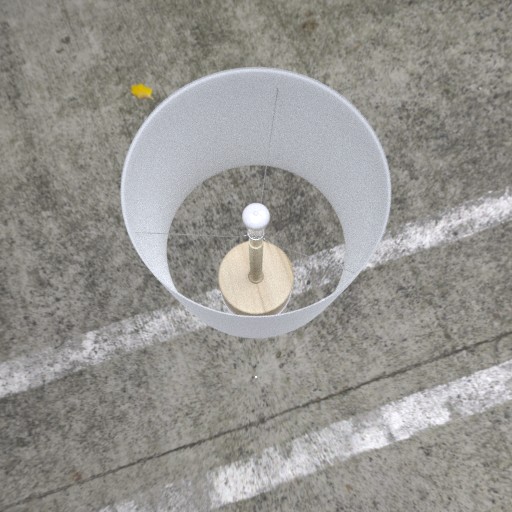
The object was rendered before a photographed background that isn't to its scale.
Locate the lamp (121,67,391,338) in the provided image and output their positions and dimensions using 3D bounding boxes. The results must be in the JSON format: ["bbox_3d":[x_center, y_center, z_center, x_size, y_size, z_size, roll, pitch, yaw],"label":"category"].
[{"bbox_3d":[0.000,0.000,0.598,0.229,0.470,0.229,-19,76,-5],"label":"lamp"}]
